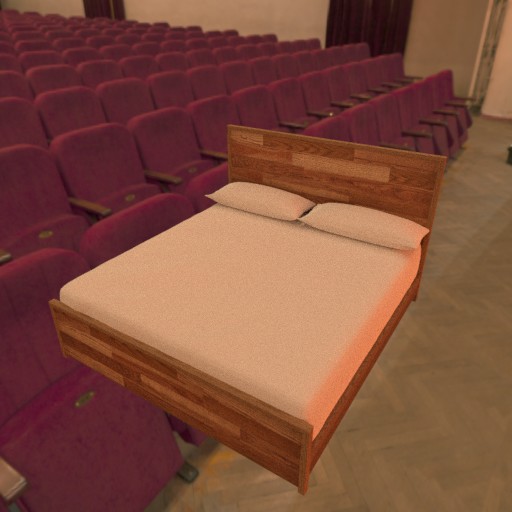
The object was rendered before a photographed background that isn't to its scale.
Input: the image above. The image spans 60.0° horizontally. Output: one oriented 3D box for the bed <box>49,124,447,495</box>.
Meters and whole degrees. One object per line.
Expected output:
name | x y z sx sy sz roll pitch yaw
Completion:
bed | 0.000 0.000 3.318 2.013 1.295 2.184 17 33 28
